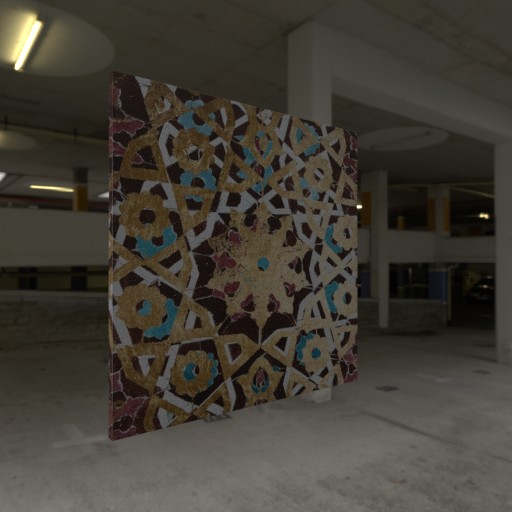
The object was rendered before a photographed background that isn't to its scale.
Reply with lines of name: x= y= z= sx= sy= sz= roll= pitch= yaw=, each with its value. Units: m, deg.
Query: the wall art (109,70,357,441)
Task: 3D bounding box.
wall art: x=0.000 y=0.000 z=1.148 sx=0.757 sy=0.762 sz=0.028 roll=0 pitch=0 yaw=-37
